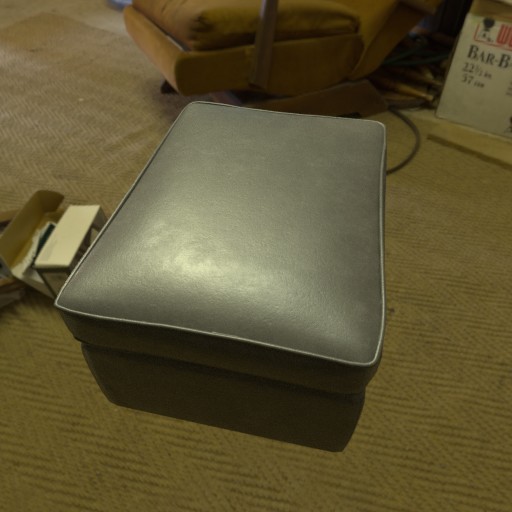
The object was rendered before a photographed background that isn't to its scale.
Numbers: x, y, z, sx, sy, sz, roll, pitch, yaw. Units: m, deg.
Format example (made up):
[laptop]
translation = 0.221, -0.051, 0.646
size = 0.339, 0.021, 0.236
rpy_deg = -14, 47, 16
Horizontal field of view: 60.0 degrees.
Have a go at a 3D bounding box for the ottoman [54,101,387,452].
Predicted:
[ottoman]
translation = 0.000, 0.000, 1.083
size = 0.554, 0.445, 0.756
rpy_deg = 9, 46, 8
